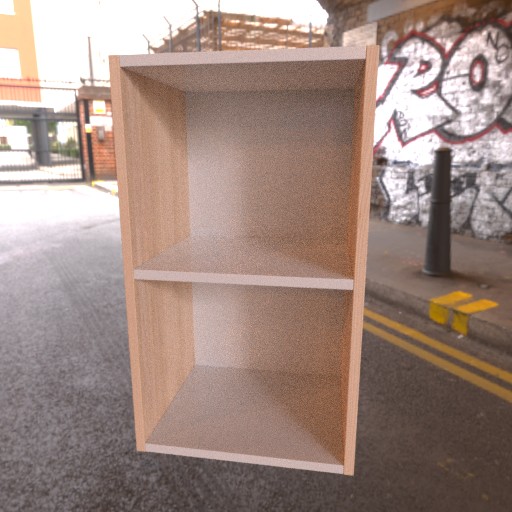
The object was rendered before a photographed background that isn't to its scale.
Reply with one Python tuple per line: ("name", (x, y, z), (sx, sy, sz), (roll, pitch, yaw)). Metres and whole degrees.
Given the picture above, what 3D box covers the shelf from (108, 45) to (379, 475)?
("shelf", (0.000, 0.000, 0.765), (0.350, 0.600, 0.290), (2, 14, 9))
